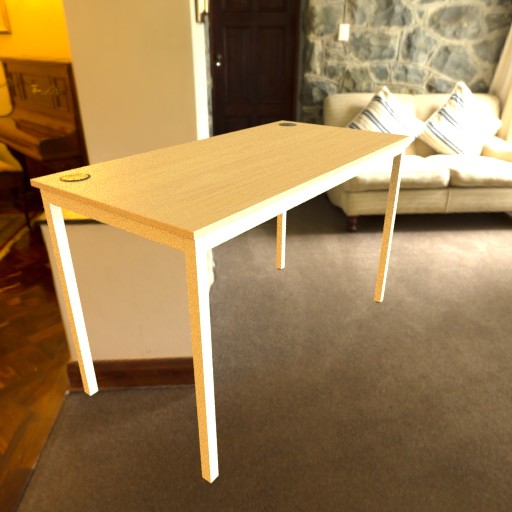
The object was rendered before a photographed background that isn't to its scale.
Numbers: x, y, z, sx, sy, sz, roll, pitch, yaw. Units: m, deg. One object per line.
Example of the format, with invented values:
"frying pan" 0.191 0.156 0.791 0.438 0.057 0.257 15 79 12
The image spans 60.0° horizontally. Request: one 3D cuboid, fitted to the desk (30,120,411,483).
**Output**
"desk" 0.000 0.000 1.609 0.600 0.750 1.200 18 31 33
